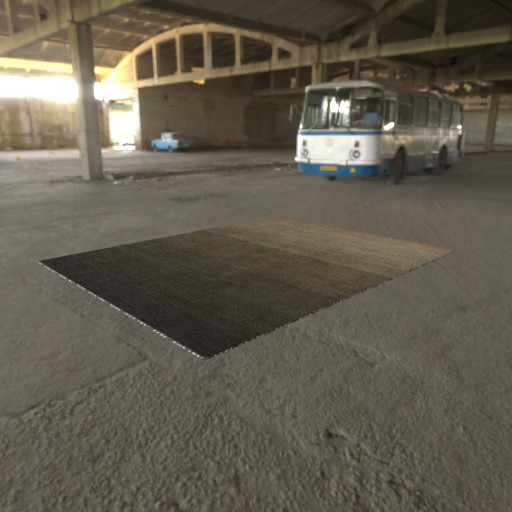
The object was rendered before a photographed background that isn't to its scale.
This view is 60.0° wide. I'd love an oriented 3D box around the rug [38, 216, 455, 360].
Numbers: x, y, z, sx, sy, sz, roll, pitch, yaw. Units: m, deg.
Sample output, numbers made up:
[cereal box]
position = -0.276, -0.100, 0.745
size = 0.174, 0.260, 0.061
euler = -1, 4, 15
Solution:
[rug]
position = 0.000, 0.000, 3.899
size = 2.902, 0.017, 2.306
euler = -15, 22, -42
